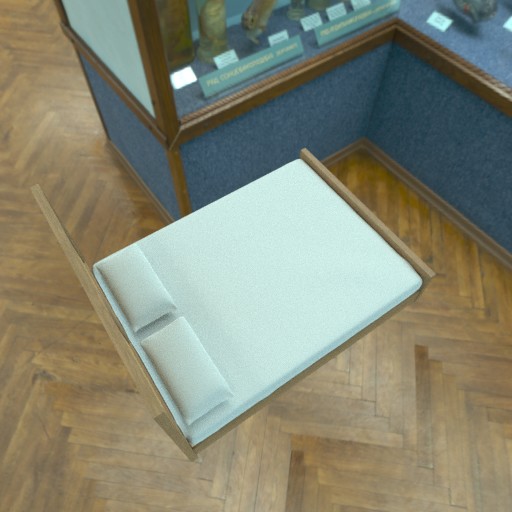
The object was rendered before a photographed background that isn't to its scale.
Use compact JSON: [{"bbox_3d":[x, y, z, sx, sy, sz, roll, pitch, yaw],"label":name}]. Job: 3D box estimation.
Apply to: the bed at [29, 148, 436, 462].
[{"bbox_3d":[0.000,0.000,3.211,2.184,1.387,1.606,-30,63,-17],"label":"bed"}]
